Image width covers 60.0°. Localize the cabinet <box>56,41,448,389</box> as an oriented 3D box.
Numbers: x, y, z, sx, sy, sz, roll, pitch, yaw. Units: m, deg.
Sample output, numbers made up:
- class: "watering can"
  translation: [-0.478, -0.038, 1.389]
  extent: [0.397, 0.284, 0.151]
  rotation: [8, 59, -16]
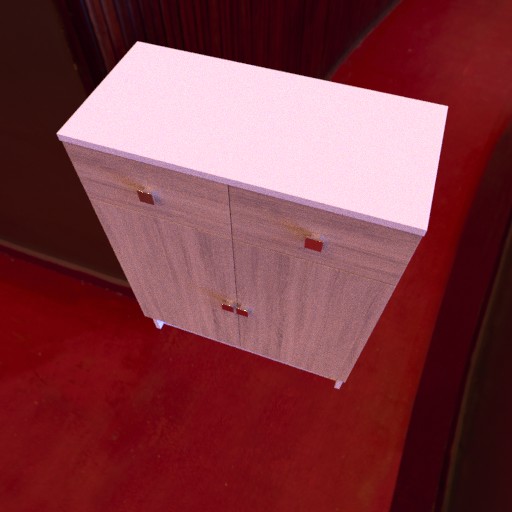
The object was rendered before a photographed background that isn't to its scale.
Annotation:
- class: "cabinet"
  translation: [0.000, 0.000, 1.084]
  extent: [0.600, 0.815, 0.296]
  rotation: [16, 58, 10]
